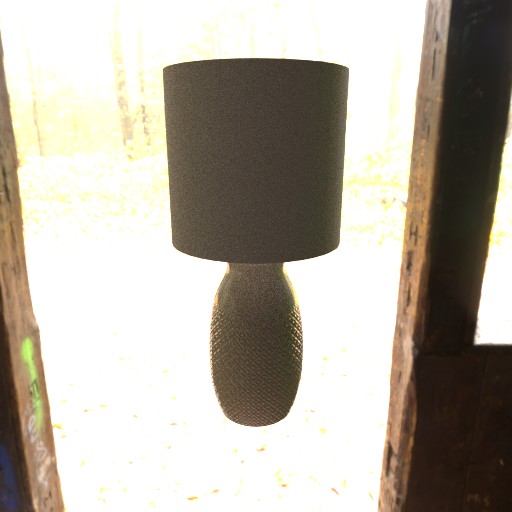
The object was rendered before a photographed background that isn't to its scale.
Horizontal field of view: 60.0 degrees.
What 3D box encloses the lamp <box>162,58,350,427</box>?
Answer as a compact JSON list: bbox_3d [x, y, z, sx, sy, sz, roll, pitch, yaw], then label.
[{"bbox_3d":[0.000,0.000,0.585,0.217,0.453,0.217,-9,18,-27],"label":"lamp"}]
